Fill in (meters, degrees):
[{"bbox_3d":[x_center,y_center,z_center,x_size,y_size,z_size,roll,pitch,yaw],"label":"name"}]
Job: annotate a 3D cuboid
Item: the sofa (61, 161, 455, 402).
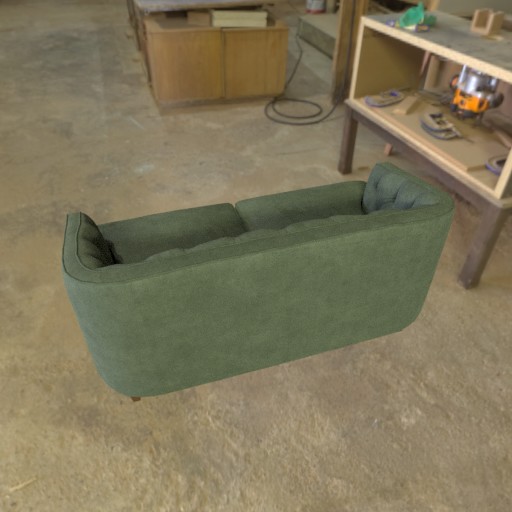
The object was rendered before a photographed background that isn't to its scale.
[{"bbox_3d":[0.000,0.000,2.264,1.733,0.855,0.941,-12,41,-13],"label":"sofa"}]
